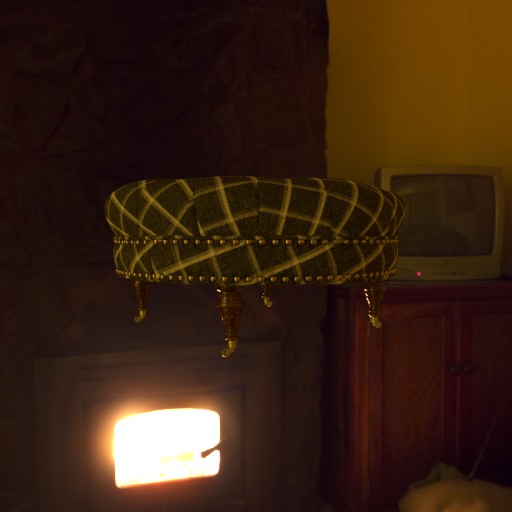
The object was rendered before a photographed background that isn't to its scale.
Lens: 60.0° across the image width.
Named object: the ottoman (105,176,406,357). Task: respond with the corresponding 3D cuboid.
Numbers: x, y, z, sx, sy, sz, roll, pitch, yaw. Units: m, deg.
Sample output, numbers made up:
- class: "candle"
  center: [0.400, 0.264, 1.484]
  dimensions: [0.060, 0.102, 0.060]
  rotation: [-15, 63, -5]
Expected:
- class: "ottoman"
  center: [0.000, 0.000, 1.400]
  dimensions: [0.901, 0.439, 0.901]
  rotation: [0, 2, 0]
